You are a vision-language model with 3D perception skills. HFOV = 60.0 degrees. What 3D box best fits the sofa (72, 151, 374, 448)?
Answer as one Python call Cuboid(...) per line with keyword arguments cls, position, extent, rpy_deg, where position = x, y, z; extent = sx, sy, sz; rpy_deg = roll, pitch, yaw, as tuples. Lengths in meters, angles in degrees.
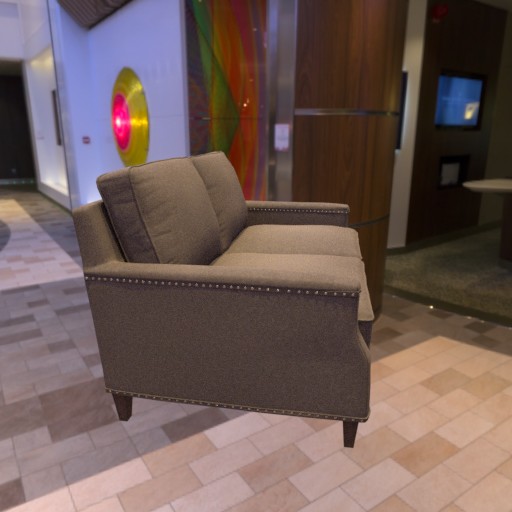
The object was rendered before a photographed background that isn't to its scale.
Cuboid(cls="sofa", position=(0.000, 0.000, 2.266), extent=(1.084, 1.003, 1.597), rpy_deg=(3, 16, 10))
